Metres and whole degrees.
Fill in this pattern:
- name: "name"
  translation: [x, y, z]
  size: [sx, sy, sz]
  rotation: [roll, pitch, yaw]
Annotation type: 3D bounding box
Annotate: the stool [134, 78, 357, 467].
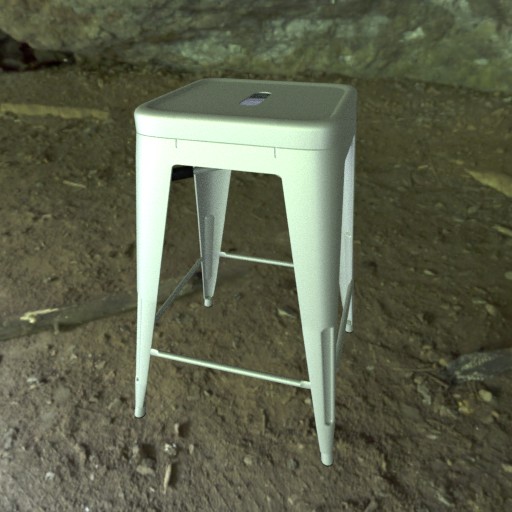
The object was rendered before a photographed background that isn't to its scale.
- name: "stool"
  translation: [0.000, 0.000, 0.876]
  size: [0.410, 0.608, 0.410]
  rotation: [8, 32, 14]
